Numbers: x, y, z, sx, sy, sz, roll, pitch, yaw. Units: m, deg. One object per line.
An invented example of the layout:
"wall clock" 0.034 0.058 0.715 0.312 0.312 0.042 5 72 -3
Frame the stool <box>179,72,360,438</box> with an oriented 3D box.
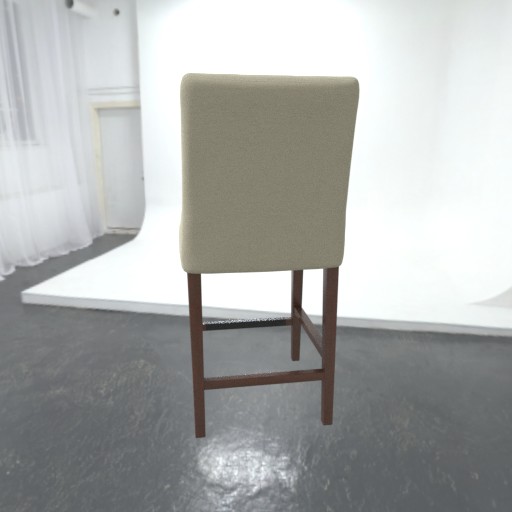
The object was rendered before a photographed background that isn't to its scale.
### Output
"stool" 0.000 0.000 1.370 0.470 0.981 0.577 -2 15 -9
